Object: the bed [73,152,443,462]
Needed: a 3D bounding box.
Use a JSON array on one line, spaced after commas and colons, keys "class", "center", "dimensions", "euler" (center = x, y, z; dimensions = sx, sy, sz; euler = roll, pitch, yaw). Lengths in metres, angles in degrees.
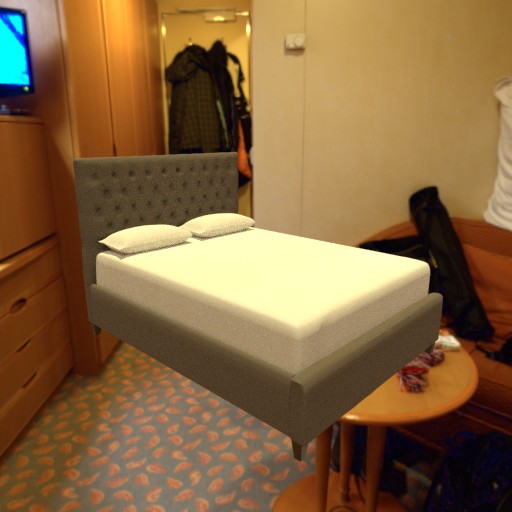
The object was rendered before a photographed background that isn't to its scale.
[{"class": "bed", "center": [0.000, 0.000, 3.339], "dimensions": [2.233, 1.426, 1.696], "euler": [14, 21, 42]}]
